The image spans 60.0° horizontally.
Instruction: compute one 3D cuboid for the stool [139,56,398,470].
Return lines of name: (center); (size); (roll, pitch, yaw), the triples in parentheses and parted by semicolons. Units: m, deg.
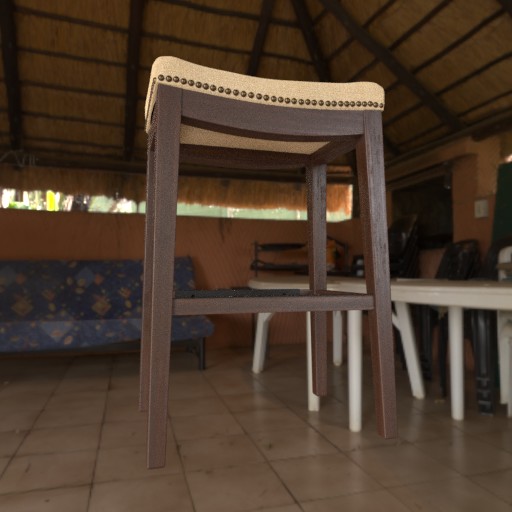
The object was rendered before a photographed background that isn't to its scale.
stool: (0.000, 0.000, 1.034); (0.509, 0.768, 0.363); (1, -2, -17)
